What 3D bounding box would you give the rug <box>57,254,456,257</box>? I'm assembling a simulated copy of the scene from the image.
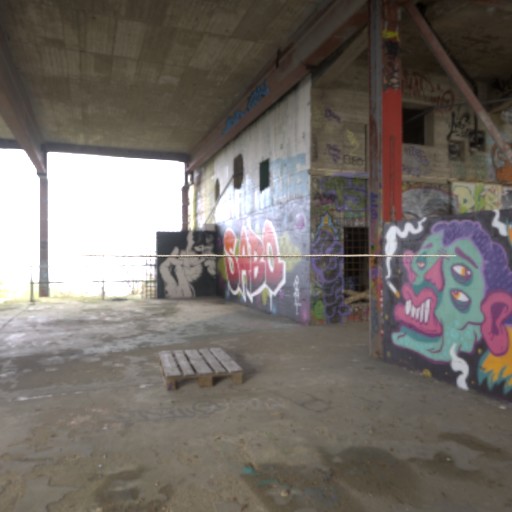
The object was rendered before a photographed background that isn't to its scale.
[{"bbox_3d":[0.000,0.000,4.221,2.468,0.022,3.061,0,0,0],"label":"rug"}]
